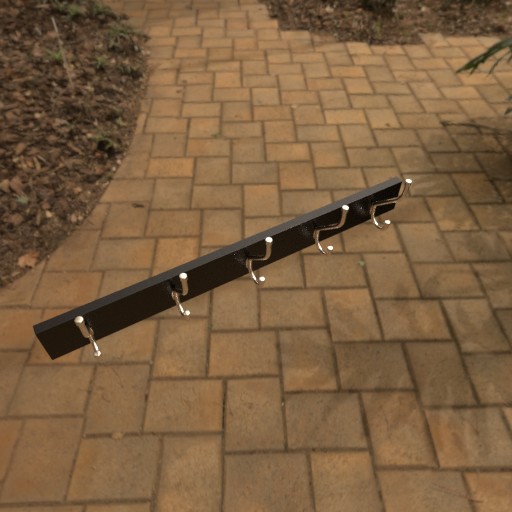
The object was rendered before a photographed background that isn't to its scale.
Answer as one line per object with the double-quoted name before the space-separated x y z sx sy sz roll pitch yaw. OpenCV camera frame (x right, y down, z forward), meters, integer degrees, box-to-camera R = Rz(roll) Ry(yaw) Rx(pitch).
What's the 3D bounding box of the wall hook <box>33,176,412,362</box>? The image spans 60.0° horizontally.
"wall hook" 0.000 0.000 0.603 0.571 0.117 0.071 -23 51 -20
